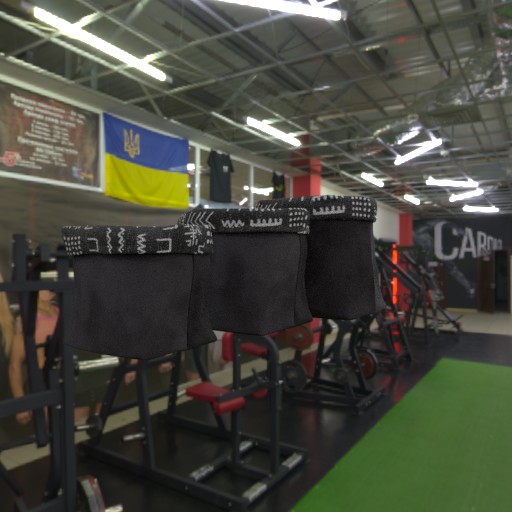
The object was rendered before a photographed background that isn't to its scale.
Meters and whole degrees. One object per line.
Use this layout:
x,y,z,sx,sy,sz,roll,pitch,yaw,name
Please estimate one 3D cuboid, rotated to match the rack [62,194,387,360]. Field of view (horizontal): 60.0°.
0.000,0.000,1.060,0.379,0.323,0.905,0,-1,35,rack
